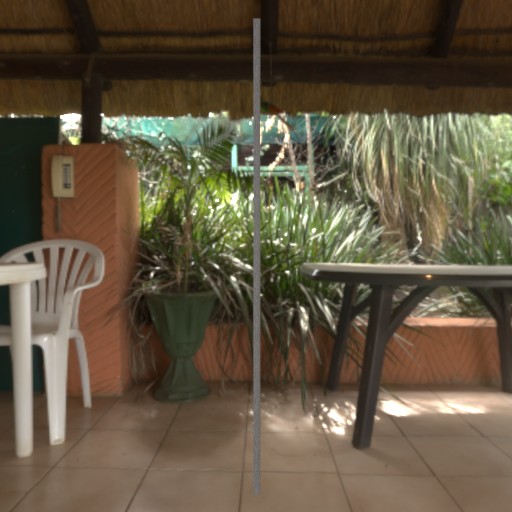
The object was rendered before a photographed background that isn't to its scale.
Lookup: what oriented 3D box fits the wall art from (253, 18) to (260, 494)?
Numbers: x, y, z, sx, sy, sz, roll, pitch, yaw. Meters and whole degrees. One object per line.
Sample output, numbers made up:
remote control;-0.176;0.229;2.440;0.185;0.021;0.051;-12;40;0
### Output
wall art;0.000;0.000;1.445;0.016;1.116;0.810;0;1;0
